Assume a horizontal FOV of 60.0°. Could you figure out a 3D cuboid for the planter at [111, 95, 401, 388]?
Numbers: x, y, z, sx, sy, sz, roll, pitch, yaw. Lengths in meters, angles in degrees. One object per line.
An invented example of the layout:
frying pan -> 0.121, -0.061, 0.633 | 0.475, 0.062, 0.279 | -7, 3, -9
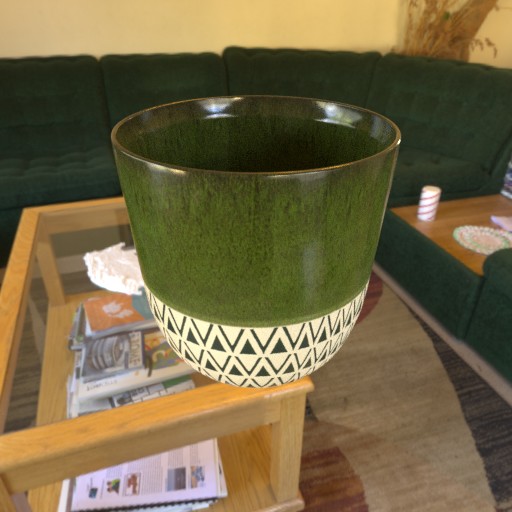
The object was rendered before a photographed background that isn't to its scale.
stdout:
planter -> 0.000, 0.000, 0.457 | 0.245, 0.270, 0.245 | 0, 31, 0
